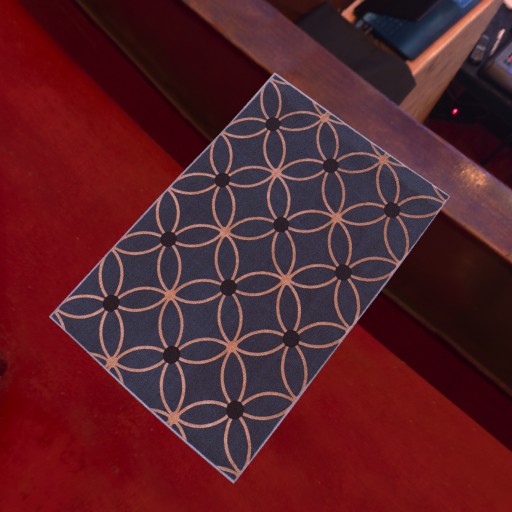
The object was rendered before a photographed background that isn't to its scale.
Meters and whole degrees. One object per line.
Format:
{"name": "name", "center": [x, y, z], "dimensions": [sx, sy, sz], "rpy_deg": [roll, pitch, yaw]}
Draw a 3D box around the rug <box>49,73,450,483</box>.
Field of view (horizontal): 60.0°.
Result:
{"name": "rug", "center": [0.000, 0.000, 2.881], "dimensions": [1.522, 0.008, 2.284], "rpy_deg": [38, 79, 9]}
